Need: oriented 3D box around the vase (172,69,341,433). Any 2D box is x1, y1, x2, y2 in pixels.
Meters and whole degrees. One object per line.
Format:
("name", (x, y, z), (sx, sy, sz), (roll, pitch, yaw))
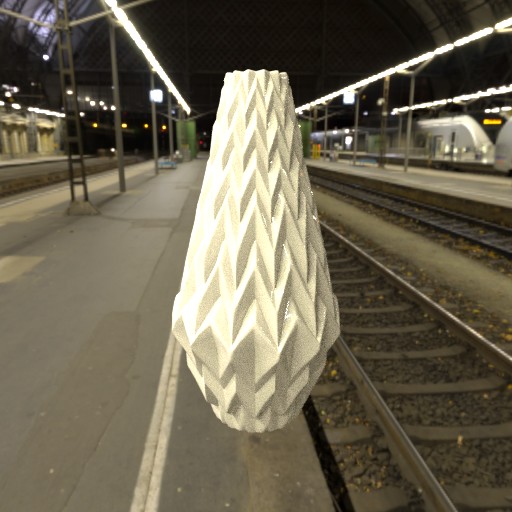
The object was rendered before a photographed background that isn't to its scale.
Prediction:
("vase", (0.000, 0.000, 0.429), (0.167, 0.328, 0.167), (0, 14, 0))
